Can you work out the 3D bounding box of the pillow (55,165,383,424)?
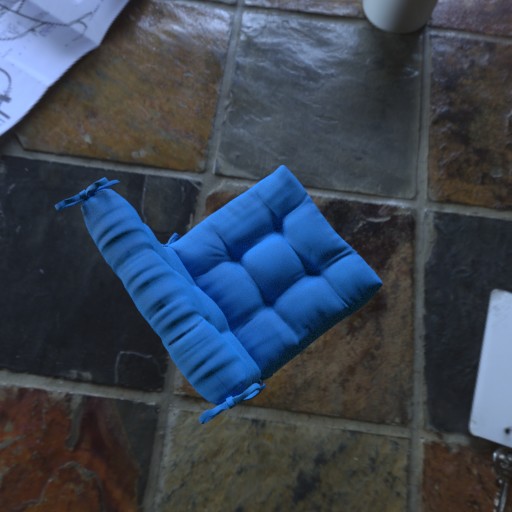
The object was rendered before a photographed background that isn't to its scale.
[{"bbox_3d":[0.000,0.000,1.063,0.571,0.605,0.519,-36,77,-9],"label":"pillow"}]
